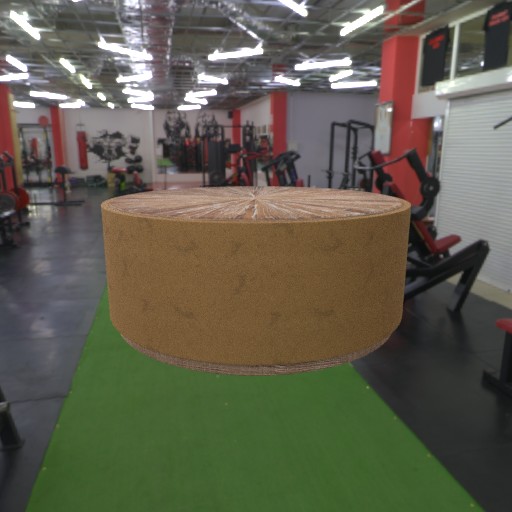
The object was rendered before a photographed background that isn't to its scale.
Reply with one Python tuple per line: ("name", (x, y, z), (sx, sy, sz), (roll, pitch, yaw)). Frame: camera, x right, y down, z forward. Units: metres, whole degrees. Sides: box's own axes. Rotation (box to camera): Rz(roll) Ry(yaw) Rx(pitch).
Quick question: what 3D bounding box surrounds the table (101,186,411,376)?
("table", (0.000, 0.000, 1.557), (1.001, 0.409, 1.001), (0, 14, 0))
